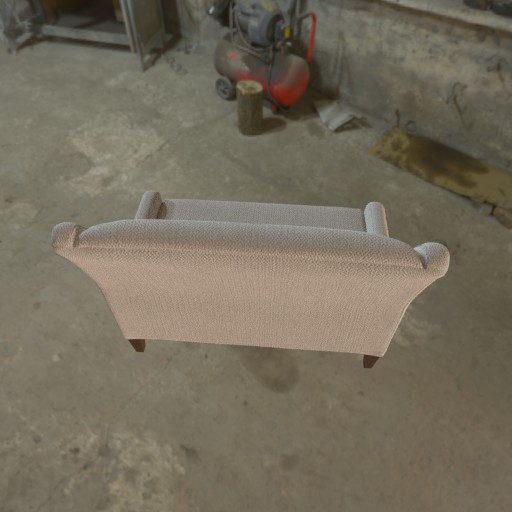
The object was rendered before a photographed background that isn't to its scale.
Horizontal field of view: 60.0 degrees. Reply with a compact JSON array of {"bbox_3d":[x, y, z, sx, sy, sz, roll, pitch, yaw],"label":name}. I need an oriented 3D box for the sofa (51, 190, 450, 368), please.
[{"bbox_3d":[0.000,0.000,1.971,1.242,1.022,0.870,3,48,3],"label":"sofa"}]
